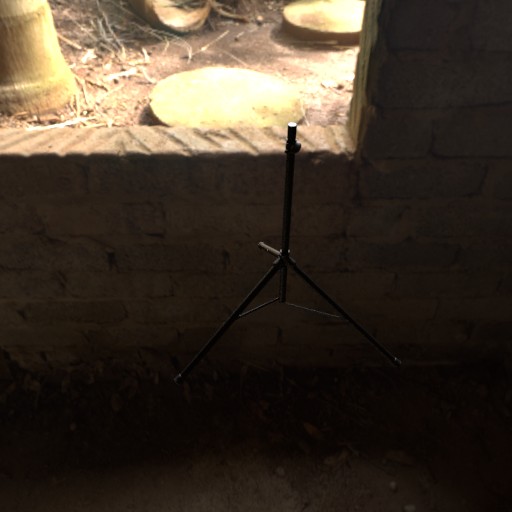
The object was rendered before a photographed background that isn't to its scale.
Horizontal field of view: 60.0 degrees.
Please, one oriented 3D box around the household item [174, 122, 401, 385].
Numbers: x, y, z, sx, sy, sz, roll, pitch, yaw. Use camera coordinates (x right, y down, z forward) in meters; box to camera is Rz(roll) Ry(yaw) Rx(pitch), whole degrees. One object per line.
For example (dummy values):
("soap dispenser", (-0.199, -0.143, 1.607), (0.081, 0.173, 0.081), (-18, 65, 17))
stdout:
("household item", (0.000, 0.000, 2.717), (1.339, 1.595, 1.596), (-26, 48, -25))
